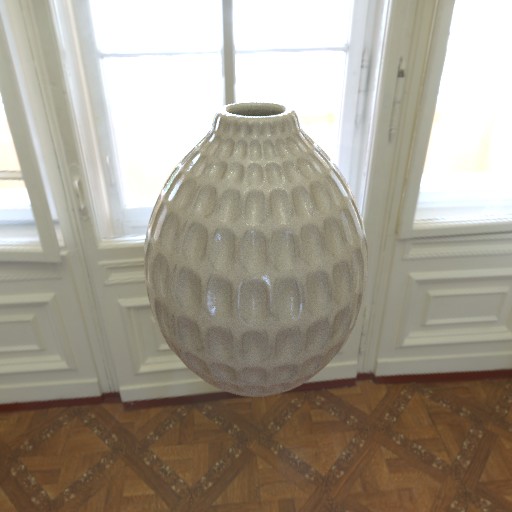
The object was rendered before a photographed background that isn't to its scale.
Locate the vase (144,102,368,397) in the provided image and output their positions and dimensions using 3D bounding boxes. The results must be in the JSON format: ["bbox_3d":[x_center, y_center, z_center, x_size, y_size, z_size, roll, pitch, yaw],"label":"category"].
[{"bbox_3d":[0.000,0.000,0.259,0.128,0.167,0.128,0,31,0],"label":"vase"}]
